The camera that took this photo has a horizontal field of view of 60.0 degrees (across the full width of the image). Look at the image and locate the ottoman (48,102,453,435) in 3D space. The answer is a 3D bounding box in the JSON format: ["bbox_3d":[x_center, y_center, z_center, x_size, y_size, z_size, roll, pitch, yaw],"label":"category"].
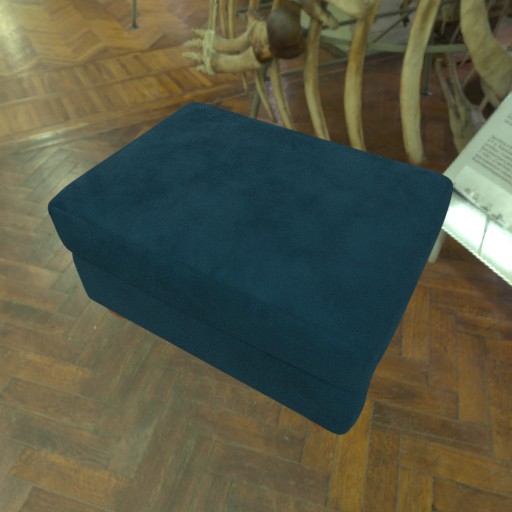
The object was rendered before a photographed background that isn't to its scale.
[{"bbox_3d":[0.000,0.000,1.135,0.773,0.503,0.572,23,50,21],"label":"ottoman"}]
